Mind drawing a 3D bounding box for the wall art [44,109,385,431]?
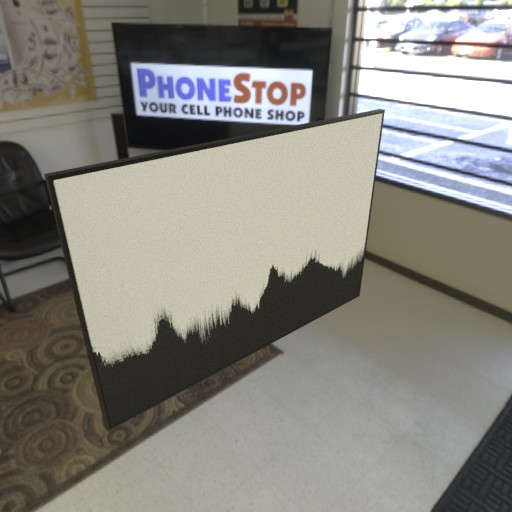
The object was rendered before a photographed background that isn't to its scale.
[{"bbox_3d":[0.000,0.000,1.210,0.957,0.660,0.019,-21,35,-33],"label":"wall art"}]
